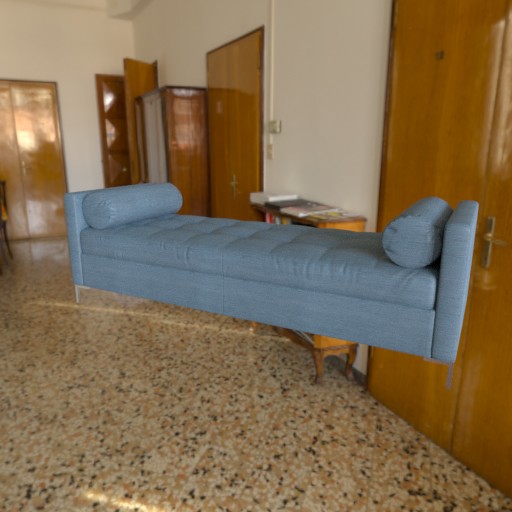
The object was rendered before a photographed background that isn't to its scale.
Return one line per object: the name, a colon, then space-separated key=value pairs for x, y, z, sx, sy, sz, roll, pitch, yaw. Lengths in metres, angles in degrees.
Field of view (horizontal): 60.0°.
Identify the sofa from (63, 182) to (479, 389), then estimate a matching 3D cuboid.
sofa: x=0.000 y=0.000 z=2.283 sx=1.981 sy=0.635 sz=0.686 roll=8 pitch=16 yaw=27
